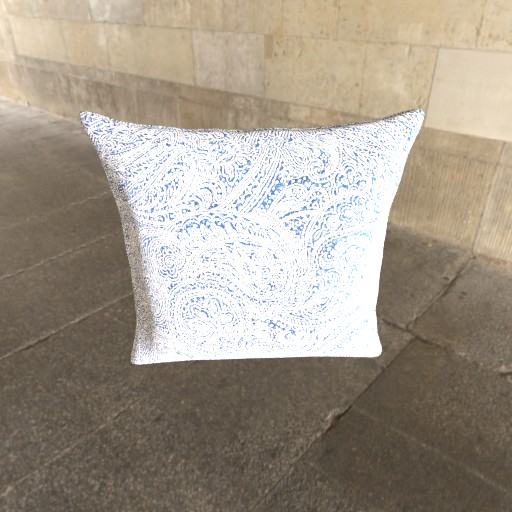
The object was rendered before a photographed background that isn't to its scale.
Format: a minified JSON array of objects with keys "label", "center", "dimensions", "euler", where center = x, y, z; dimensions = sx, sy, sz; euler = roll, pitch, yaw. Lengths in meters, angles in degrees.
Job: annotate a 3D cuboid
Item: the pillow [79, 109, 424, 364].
[{"label":"pillow","center":[0.000,0.000,0.793],"dimensions":[0.523,0.510,0.166],"euler":[-1,31,-2]}]
